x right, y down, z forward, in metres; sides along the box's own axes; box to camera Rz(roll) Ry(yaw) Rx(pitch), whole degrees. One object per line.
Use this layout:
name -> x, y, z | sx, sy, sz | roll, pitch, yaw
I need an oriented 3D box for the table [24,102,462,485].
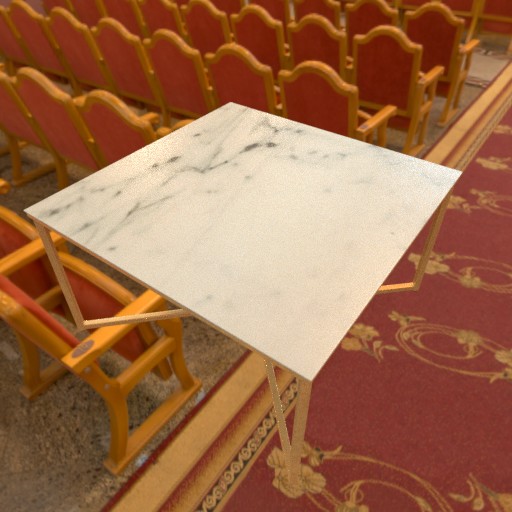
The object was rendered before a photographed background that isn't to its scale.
table -> 0.000, 0.000, 1.279 | 0.800, 0.450, 0.800 | 26, 47, 26
